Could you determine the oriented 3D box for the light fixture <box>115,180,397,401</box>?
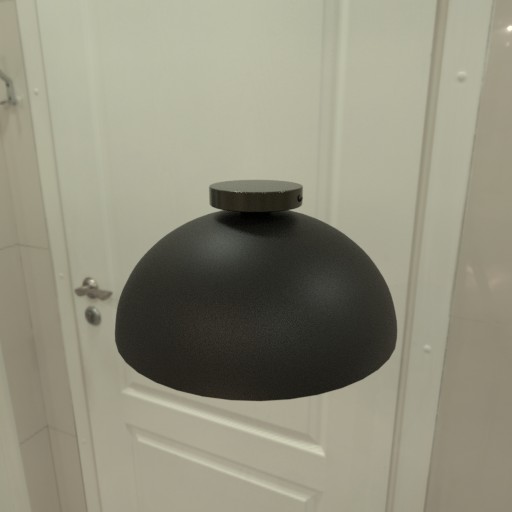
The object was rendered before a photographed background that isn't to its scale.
[{"bbox_3d":[0.000,0.000,0.558,0.355,0.177,0.355,0,17,0],"label":"light fixture"}]
